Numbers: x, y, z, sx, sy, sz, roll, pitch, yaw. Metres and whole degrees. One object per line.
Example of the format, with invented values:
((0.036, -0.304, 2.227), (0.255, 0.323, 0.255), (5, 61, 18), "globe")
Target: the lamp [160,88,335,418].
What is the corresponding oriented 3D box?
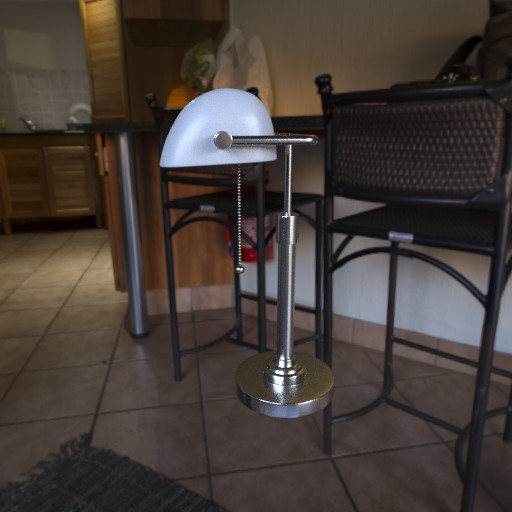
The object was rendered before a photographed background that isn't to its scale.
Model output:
((0.000, 0.000, 0.585), (0.227, 0.404, 0.269), (-2, 16, -8), "lamp")
